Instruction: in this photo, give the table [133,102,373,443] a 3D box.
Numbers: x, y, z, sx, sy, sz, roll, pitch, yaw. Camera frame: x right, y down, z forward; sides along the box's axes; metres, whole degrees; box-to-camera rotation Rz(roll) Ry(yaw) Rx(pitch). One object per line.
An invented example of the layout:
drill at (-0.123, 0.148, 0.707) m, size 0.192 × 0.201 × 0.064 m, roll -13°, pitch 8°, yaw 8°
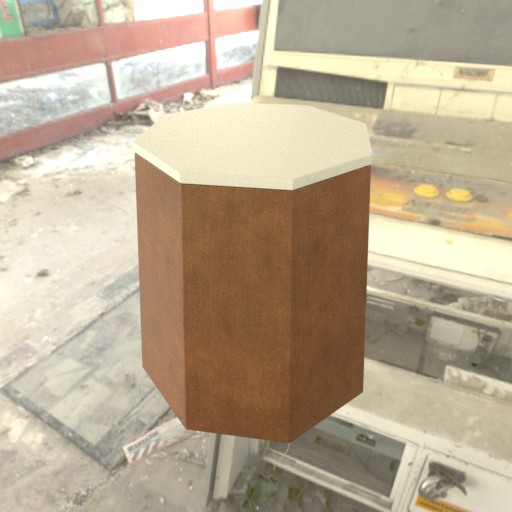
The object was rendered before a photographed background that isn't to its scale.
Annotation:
table at (0.000, 0.000, 0.810) m, size 0.439 × 0.457 × 0.439 m, roll -23°, pitch 40°, yaw -31°
